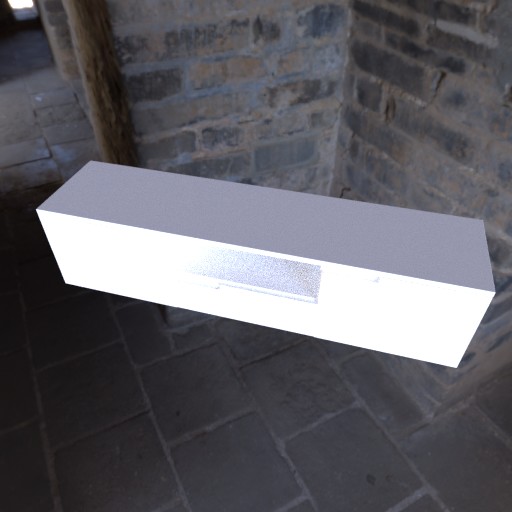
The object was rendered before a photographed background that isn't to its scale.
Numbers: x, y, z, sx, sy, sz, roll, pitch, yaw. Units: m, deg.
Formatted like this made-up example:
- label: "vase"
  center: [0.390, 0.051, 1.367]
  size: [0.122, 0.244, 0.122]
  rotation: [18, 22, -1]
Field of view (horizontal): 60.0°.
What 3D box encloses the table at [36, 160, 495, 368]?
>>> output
- label: "table"
  center: [0.000, 0.000, 1.820]
  size: [1.650, 0.420, 0.390]
  rotation: [10, 43, 12]
